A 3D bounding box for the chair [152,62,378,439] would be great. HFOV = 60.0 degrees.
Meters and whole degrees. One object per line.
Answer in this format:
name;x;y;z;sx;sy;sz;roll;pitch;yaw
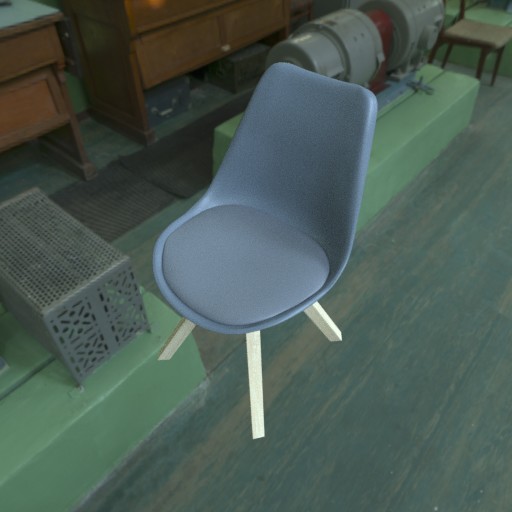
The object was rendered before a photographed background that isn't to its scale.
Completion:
chair;0.000;0.000;1.230;0.485;0.850;0.550;30;53;26
